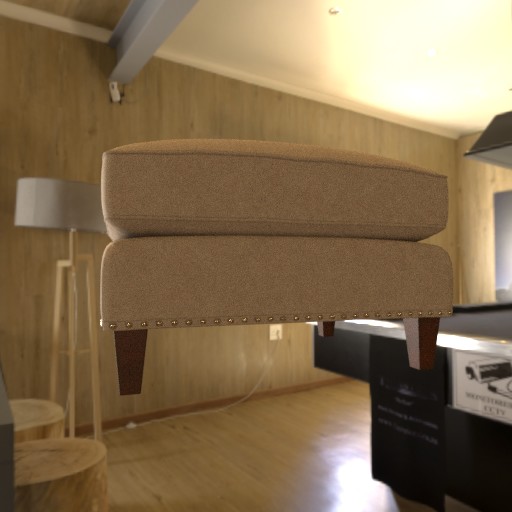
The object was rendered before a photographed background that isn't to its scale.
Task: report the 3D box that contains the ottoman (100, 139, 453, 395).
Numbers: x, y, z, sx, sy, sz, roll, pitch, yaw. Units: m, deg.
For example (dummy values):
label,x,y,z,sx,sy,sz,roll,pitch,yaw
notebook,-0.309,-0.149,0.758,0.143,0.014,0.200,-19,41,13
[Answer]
label,x,y,z,sx,sy,sz,roll,pitch,yaw
ottoman,0.000,0.000,1.139,0.741,0.513,0.584,0,-1,-18
